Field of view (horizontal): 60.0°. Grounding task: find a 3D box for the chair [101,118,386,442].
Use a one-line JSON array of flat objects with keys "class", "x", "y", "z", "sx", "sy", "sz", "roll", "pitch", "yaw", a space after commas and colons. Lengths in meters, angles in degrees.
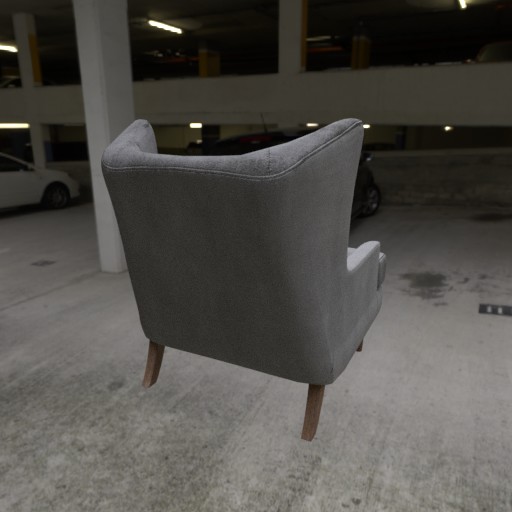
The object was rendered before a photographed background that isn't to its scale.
[{"class": "chair", "x": 0.000, "y": 0.000, "z": 1.611, "sx": 0.784, "sy": 0.950, "sz": 0.906, "roll": 8, "pitch": 19, "yaw": 26}]
